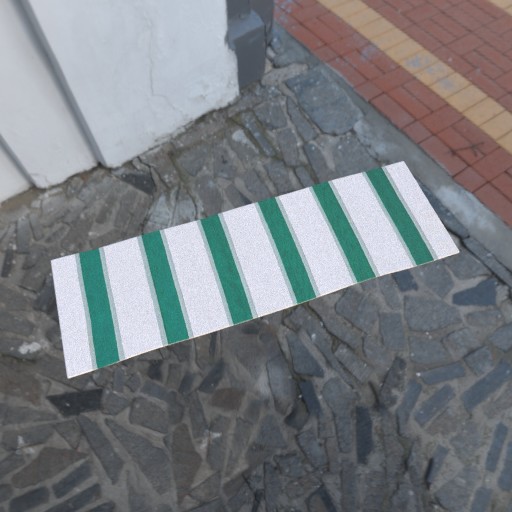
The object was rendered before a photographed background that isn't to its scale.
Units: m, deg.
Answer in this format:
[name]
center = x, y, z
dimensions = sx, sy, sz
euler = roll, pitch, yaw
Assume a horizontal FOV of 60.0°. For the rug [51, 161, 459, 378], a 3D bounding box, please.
[rug]
center = 0.000, 0.000, 2.771
dimensions = 2.438, 0.012, 0.768
euler = -17, 64, -8
